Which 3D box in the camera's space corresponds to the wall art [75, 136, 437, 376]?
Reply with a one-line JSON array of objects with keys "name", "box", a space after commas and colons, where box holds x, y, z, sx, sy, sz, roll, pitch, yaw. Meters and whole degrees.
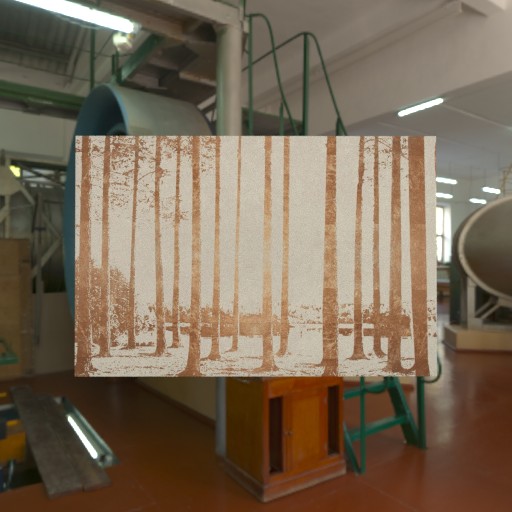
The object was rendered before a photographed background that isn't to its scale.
[{"name": "wall art", "box": [0.000, 0.000, 0.764, 0.609, 0.405, 0.035, 0, -1, 0]}]
